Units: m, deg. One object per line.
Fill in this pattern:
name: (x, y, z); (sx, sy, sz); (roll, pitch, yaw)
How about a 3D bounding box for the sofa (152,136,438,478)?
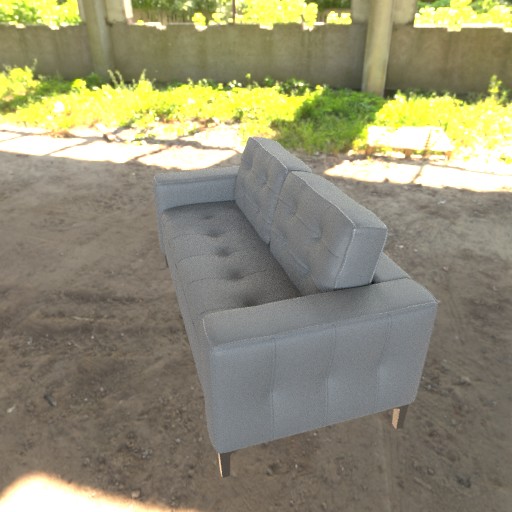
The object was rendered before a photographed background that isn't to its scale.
sofa: (0.000, 0.000, 2.218); (0.833, 0.892, 1.726); (-9, 30, -15)
